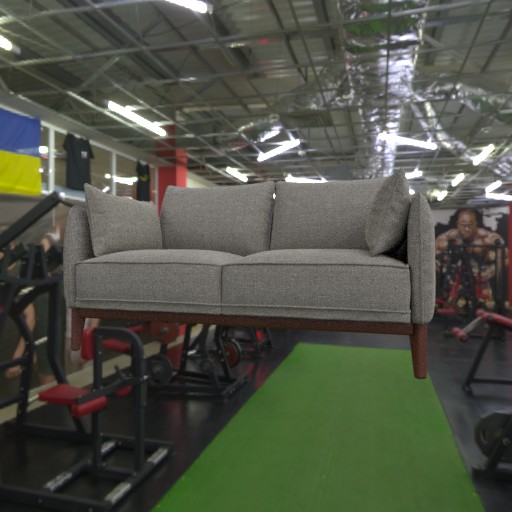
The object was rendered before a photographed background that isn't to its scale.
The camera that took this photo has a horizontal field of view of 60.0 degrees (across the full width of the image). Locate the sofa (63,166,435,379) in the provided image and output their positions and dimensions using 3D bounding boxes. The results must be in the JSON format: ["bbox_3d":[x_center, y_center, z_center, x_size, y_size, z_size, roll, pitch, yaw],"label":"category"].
[{"bbox_3d":[0.000,0.000,2.140,1.580,0.851,0.972,0,0,18],"label":"sofa"}]
